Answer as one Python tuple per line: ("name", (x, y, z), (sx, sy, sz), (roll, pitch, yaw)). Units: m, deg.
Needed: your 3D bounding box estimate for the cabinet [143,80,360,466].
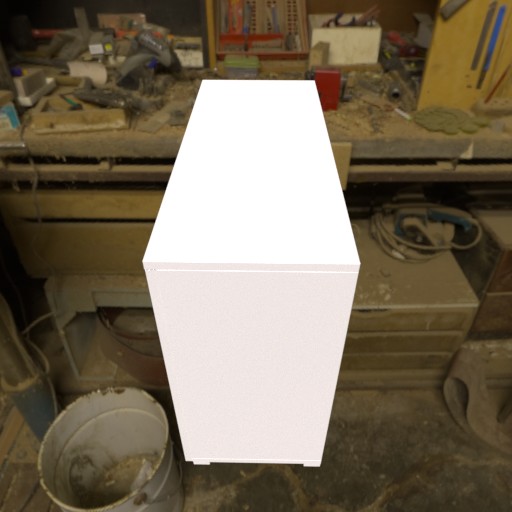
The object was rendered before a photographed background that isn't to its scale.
("cabinet", (0.000, 0.000, 1.452), (0.400, 0.800, 1.000), (1, 40, 1))
